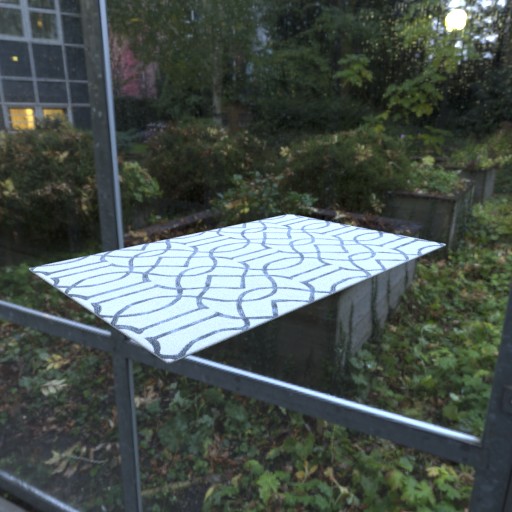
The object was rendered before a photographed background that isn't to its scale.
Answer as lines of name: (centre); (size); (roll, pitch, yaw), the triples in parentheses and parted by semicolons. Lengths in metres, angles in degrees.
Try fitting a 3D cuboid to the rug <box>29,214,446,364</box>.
rug: (0.000, 0.000, 2.945); (2.365, 0.017, 1.521); (-16, 23, -42)
